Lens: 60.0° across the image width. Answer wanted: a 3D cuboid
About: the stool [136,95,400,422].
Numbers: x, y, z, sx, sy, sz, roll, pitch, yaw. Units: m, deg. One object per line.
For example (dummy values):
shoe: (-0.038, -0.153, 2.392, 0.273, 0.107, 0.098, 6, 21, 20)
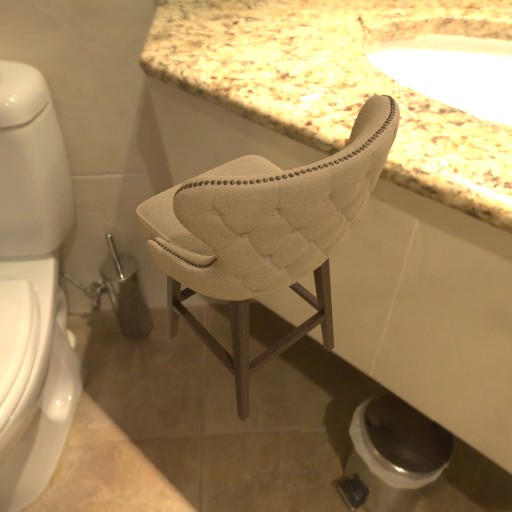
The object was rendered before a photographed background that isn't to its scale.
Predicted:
stool: (0.000, 0.000, 1.339, 0.615, 0.972, 0.597, -31, 52, -27)
